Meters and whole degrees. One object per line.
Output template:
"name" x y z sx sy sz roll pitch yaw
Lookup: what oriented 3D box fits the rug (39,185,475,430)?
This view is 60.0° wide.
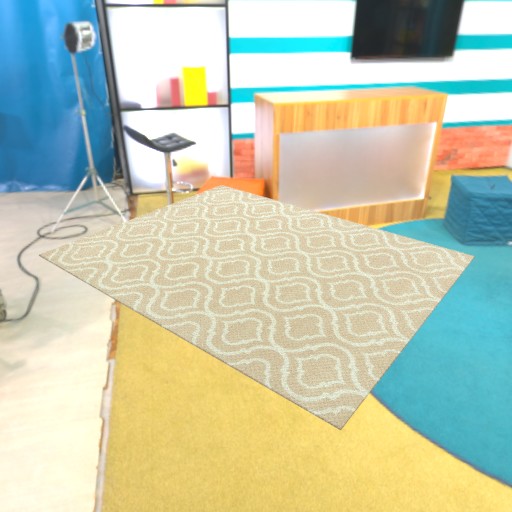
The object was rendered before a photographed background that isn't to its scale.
"rug" 0.000 0.000 3.747 2.894 0.013 2.286 21 35 33
